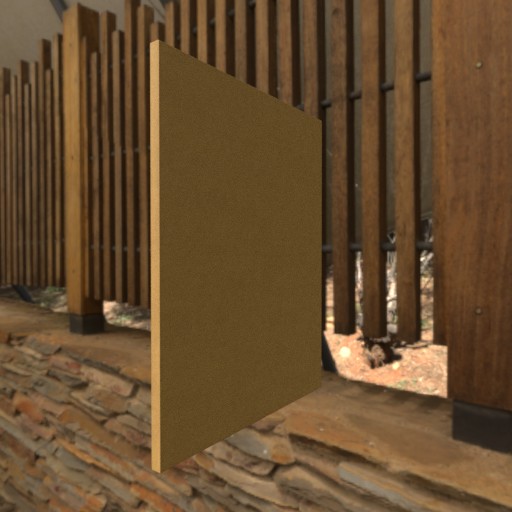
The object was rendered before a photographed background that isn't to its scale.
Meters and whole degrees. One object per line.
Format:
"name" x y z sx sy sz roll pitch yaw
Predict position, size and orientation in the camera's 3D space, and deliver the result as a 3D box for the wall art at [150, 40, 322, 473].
"wall art" 0.000 0.000 1.355 0.030 1.002 0.798 1 1 36
